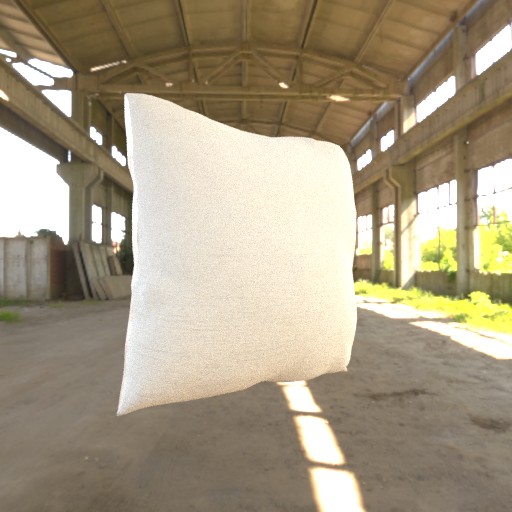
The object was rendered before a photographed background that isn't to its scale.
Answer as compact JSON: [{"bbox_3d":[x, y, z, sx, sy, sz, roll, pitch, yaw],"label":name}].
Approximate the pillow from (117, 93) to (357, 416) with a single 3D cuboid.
[{"bbox_3d":[0.000,0.000,0.730,0.450,0.448,0.245,1,-1,-36],"label":"pillow"}]
